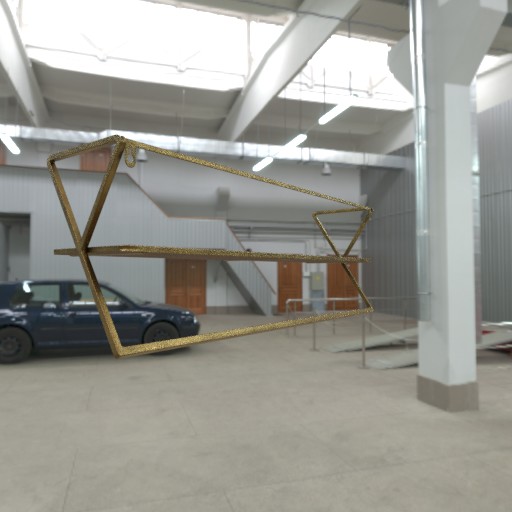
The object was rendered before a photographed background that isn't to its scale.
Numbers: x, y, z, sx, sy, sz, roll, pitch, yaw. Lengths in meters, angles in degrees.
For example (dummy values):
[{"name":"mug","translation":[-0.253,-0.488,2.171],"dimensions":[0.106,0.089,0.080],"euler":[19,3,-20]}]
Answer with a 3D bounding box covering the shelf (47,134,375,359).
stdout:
[{"name":"shelf","translation":[0.000,0.000,0.747],"dimensions":[0.150,0.229,0.645],"euler":[-2,-3,37]}]
